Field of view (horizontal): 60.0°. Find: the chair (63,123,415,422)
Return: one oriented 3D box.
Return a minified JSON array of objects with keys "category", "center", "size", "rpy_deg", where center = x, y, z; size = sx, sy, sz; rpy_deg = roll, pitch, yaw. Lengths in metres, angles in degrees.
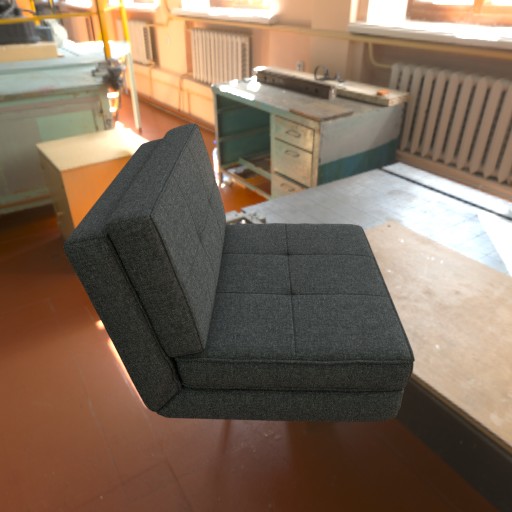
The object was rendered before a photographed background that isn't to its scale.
[{"category":"chair","center":[0.000,0.000,1.336],"size":[0.800,0.615,0.740],"rpy_deg":[1,31,1]}]
